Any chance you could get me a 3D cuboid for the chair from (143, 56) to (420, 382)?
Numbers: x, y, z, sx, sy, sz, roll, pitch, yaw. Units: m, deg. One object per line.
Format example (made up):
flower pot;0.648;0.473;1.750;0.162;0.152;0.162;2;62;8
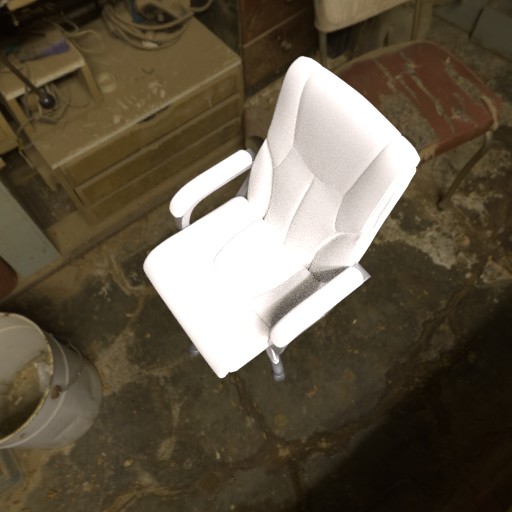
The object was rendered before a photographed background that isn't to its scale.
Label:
chair;0.000;0.000;1.605;0.738;1.120;0.687;-34;69;-15
